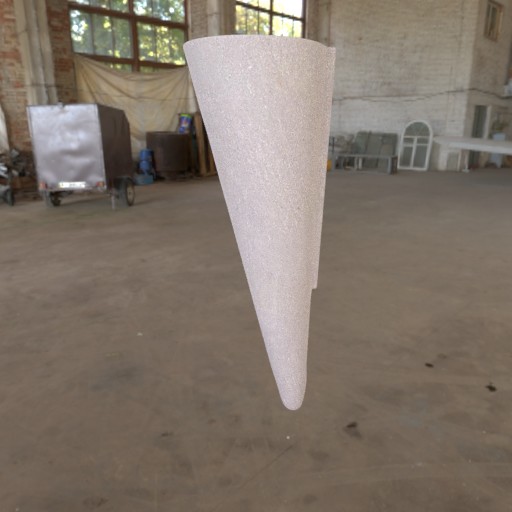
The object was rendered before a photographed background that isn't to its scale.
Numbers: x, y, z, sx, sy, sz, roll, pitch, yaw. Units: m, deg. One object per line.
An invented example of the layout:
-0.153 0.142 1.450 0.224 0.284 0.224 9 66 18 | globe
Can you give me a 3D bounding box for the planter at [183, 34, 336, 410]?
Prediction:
0.000 0.000 0.300 0.087 0.259 0.078 -8 18 -25 | planter
